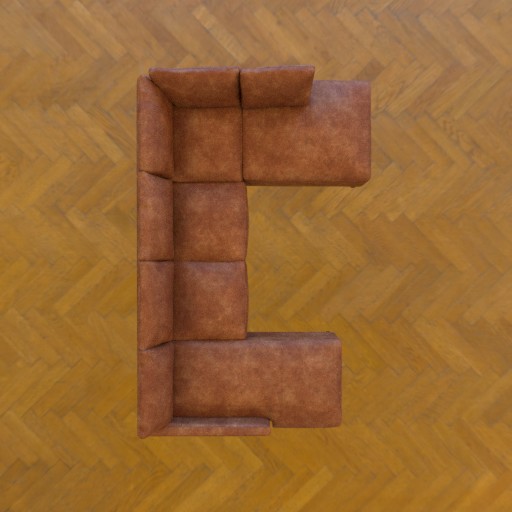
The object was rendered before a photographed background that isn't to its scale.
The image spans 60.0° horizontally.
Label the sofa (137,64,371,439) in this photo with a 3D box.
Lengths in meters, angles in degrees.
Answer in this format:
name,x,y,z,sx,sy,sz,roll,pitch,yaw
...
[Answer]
name,x,y,z,sx,sy,sz,roll,pitch,yaw
sofa,0.000,0.000,3.784,1.939,0.900,2.956,0,90,0
